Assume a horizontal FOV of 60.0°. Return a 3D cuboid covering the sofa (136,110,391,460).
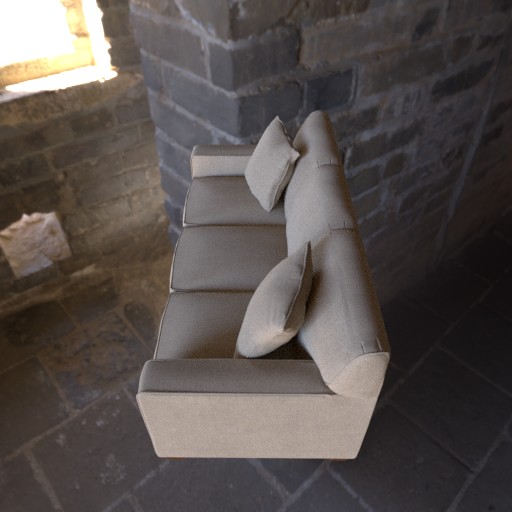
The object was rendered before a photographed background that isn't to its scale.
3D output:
[{"bbox_3d":[0.000,0.000,2.565,0.997,0.958,2.024,0,42,0],"label":"sofa"}]
